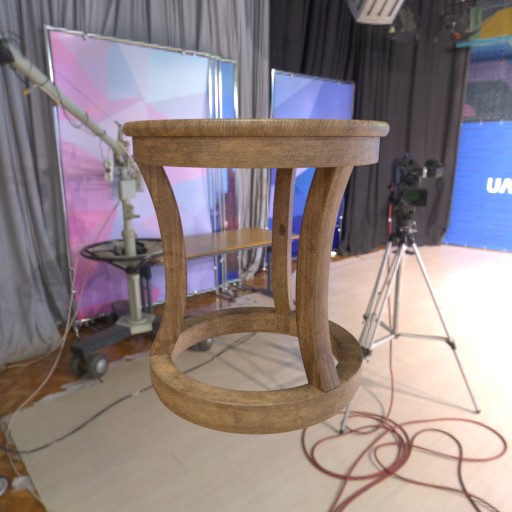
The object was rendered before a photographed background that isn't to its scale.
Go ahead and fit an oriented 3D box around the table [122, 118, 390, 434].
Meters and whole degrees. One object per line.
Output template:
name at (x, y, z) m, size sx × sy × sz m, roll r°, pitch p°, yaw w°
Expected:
table at (0.000, 0.000, 0.803) m, size 0.432 × 0.460 × 0.432 m, roll 0°, pitch 15°, yaw 0°
